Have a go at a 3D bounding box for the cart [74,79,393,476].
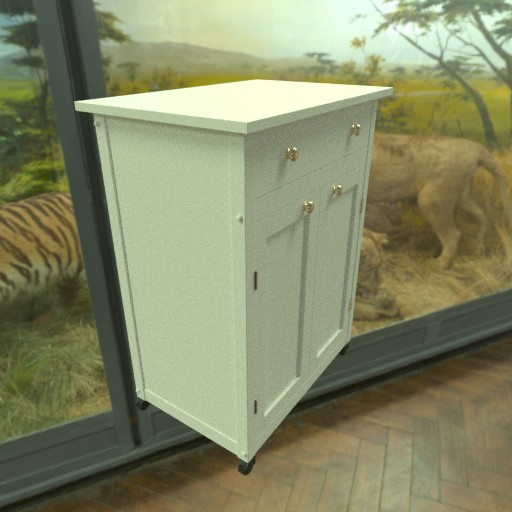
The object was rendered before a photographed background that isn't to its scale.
[{"bbox_3d":[0.000,0.000,1.246,0.442,0.864,0.683,17,31,31],"label":"cart"}]
